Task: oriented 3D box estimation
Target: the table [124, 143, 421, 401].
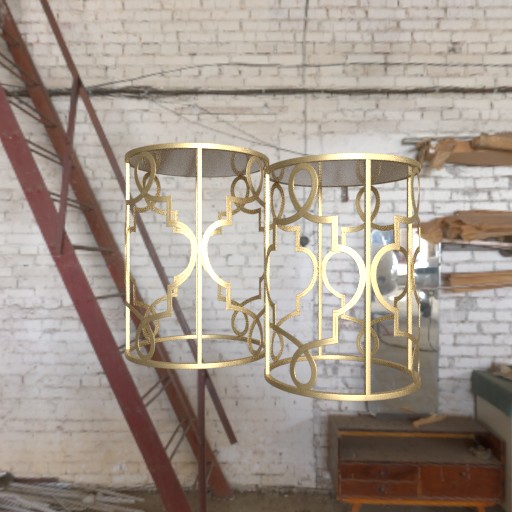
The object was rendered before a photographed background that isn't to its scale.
[{"bbox_3d":[0.000,0.000,1.186,0.846,0.564,0.420,0,0,37],"label":"table"}]
